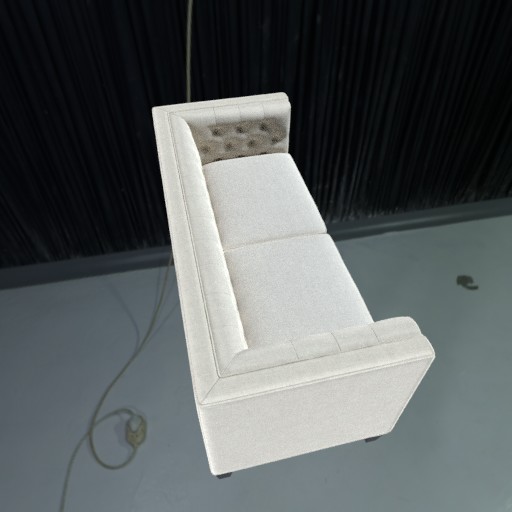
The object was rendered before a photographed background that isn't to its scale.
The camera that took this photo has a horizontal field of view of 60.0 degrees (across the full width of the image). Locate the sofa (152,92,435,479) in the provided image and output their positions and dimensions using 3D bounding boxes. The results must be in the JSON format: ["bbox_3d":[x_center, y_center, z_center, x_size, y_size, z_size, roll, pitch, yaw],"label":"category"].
[{"bbox_3d":[0.000,0.000,2.203,0.775,0.762,1.778,-10,48,-9],"label":"sofa"}]
